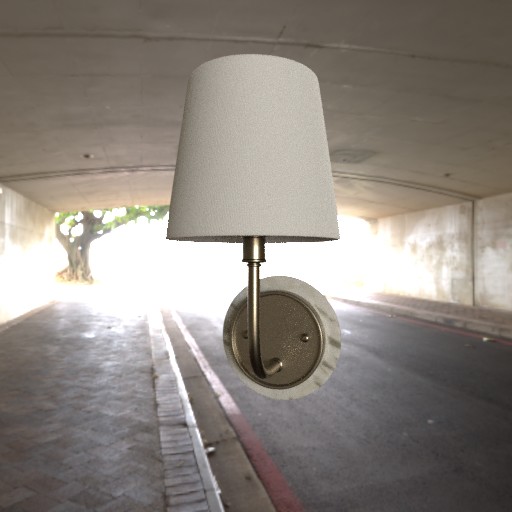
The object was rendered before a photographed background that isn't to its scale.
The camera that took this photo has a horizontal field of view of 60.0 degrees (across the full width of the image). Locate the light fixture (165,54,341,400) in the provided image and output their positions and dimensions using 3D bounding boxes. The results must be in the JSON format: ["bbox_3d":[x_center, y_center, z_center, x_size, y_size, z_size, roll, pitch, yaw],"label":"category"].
[{"bbox_3d":[0.000,0.000,0.441,0.168,0.337,0.188,0,-1,18],"label":"light fixture"}]
